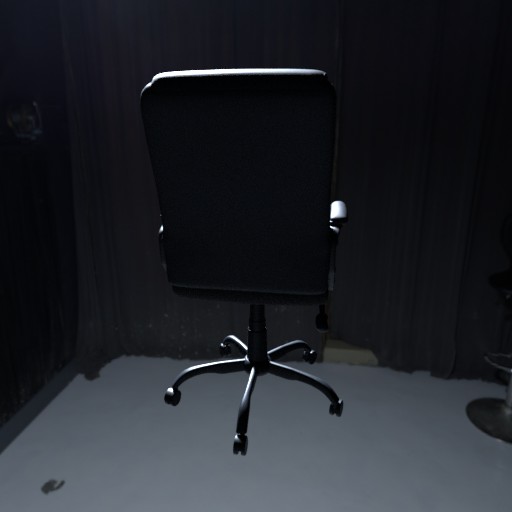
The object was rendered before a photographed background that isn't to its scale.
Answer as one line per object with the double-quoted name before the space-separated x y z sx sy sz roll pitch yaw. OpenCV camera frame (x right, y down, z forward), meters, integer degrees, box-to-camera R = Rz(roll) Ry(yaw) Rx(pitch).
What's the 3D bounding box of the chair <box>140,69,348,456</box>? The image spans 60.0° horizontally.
"chair" 0.000 0.000 1.447 0.615 1.072 0.655 3 17 9
